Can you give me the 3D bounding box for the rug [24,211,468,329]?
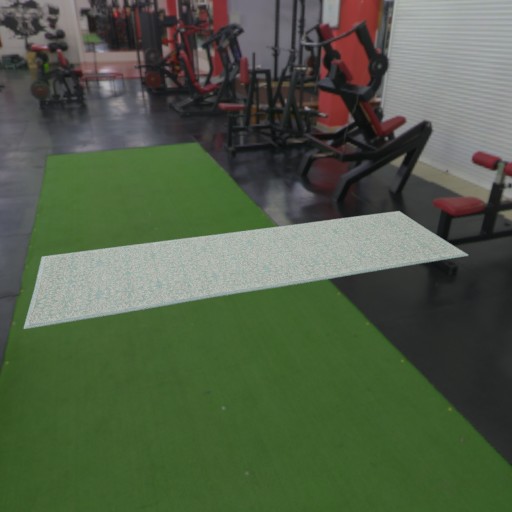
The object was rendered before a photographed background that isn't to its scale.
[{"bbox_3d":[0.000,0.000,2.379,2.196,0.011,0.662,-8,29,-15],"label":"rug"}]
